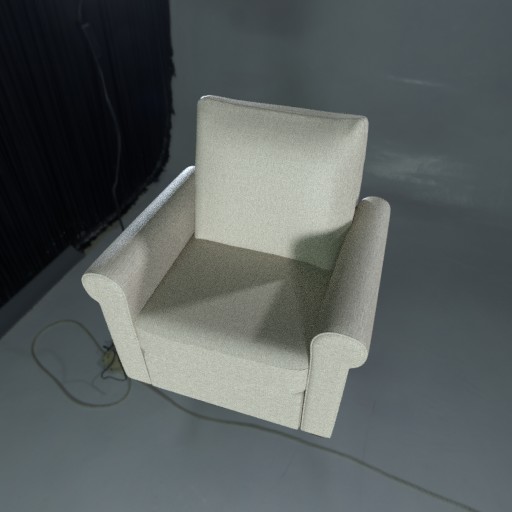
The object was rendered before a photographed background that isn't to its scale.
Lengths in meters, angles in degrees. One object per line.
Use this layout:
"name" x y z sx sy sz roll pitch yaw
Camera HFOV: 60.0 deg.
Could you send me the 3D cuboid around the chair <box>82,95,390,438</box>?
"chair" 0.000 0.000 2.336 1.275 1.349 1.180 12 42 14
